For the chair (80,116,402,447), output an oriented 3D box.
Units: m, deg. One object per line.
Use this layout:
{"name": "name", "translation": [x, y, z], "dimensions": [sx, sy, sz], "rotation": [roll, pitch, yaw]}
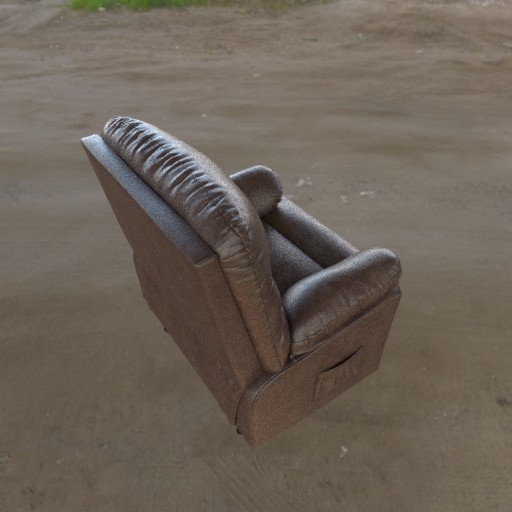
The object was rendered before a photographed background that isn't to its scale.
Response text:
{"name": "chair", "translation": [0.000, 0.000, 1.697], "dimensions": [0.879, 1.041, 0.940], "rotation": [-25, 46, -26]}
